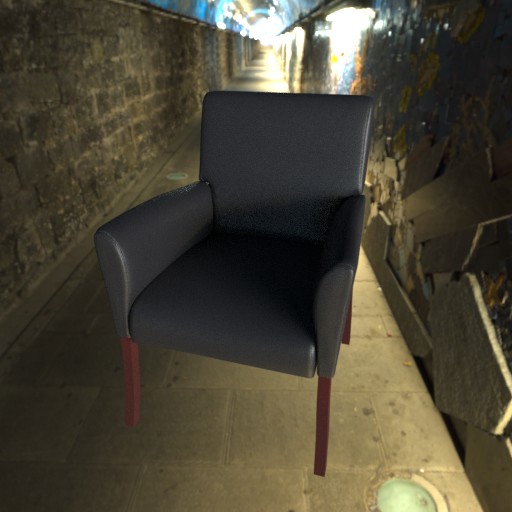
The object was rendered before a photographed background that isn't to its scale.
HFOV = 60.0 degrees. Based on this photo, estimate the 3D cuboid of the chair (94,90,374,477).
[{"bbox_3d":[0.000,0.000,1.471,0.683,0.951,0.772,8,27,15],"label":"chair"}]
